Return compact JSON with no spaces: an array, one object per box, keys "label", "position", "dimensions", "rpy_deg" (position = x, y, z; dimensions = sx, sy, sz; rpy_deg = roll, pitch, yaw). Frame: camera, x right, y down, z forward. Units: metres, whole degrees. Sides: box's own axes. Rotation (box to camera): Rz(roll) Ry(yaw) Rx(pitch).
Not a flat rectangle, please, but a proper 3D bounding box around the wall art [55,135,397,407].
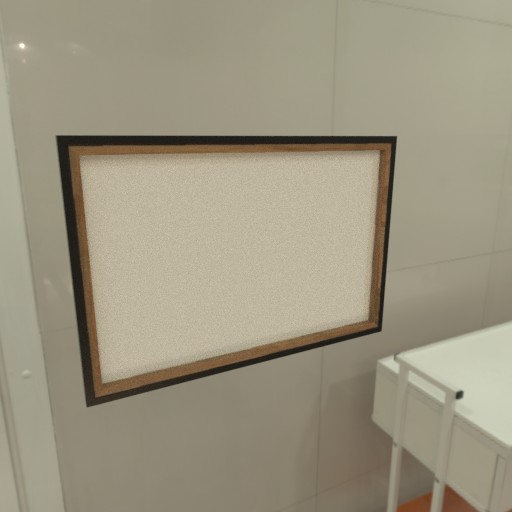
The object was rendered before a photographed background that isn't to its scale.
[{"label":"wall art","position":[0.000,0.000,0.851],"dimensions":[0.659,0.446,0.022],"rpy_deg":[-8,17,-27]}]
